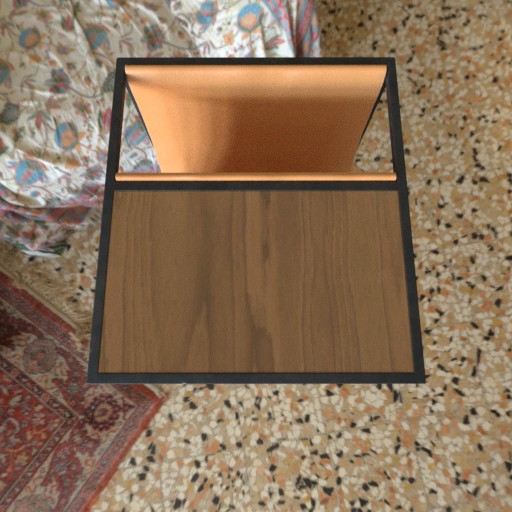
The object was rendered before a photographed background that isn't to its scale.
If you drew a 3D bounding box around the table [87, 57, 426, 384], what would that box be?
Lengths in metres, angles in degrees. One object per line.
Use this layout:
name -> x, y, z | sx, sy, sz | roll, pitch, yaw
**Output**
table -> 0.000, 0.000, 0.832 | 0.399, 0.536, 0.450 | 0, 75, 0
